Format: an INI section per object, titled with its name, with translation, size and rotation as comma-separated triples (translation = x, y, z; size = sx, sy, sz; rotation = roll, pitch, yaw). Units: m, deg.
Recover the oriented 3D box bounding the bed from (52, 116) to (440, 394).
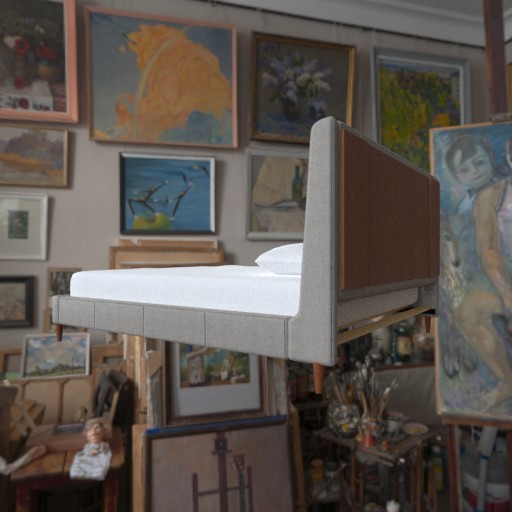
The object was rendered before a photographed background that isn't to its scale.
[bed]
translation = 0.000, 0.000, 3.520
size = 2.342, 1.289, 2.062
rotation = 0, 0, 35
